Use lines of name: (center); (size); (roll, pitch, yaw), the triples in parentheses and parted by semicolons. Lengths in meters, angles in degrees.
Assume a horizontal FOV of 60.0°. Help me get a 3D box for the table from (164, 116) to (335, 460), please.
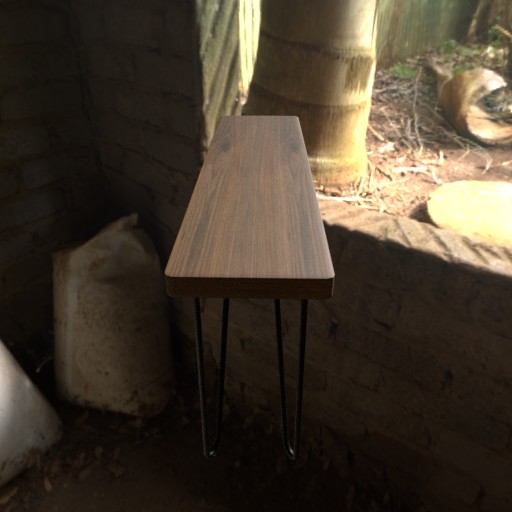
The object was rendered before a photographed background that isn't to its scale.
table: (0.000, 0.000, 1.966); (0.425, 0.834, 1.570); (1, 31, 1)
